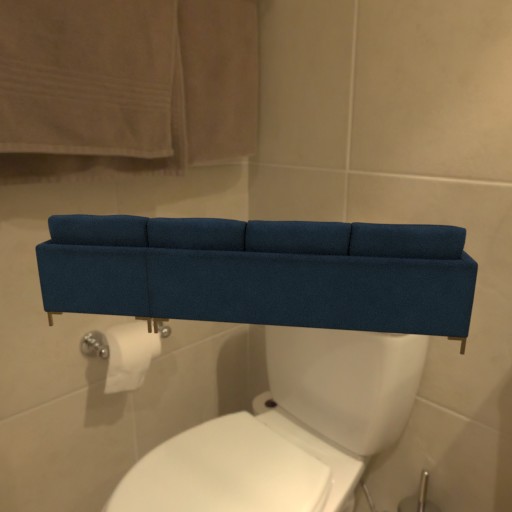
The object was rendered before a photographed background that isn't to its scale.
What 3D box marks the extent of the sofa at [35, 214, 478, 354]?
[{"bbox_3d":[0.000,0.000,3.515,2.932,0.810,1.350,2,16,8],"label":"sofa"}]
